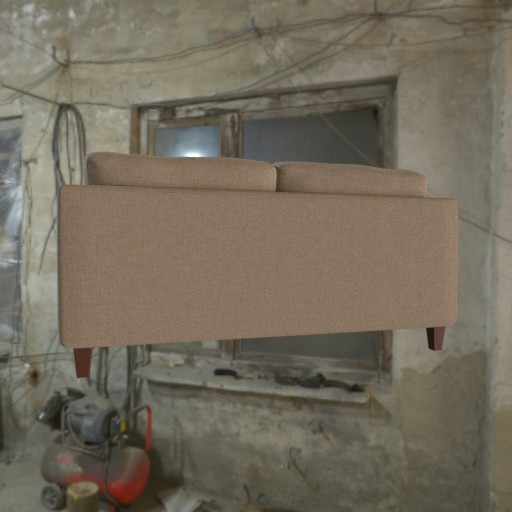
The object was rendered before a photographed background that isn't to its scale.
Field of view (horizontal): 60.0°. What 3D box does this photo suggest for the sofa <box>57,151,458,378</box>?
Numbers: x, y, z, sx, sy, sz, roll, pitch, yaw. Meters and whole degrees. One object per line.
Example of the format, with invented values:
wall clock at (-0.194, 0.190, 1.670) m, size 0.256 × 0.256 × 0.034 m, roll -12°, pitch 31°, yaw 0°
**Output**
sofa at (0.000, 0.000, 2.411) m, size 1.884 × 0.947 × 0.951 m, roll 0°, pitch 1°, yaw -16°
